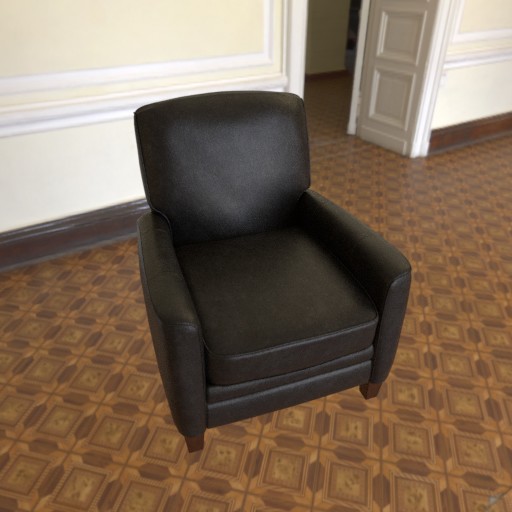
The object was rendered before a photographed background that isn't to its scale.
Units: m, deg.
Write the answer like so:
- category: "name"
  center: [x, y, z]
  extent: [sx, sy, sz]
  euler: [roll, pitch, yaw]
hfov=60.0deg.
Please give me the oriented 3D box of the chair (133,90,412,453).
- category: "chair"
  center: [0.000, 0.000, 1.652]
  extent: [0.848, 1.014, 0.864]
  euler: [-11, 34, -16]
